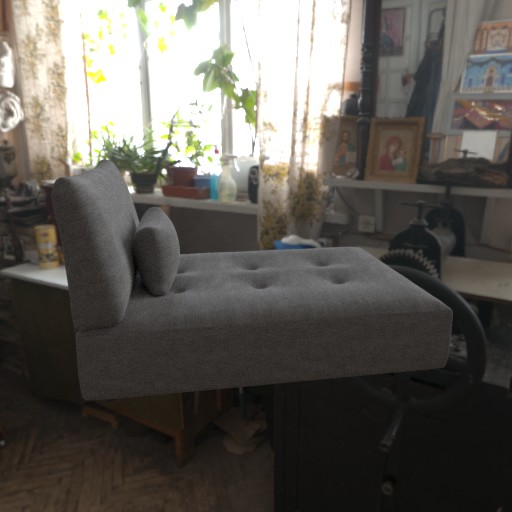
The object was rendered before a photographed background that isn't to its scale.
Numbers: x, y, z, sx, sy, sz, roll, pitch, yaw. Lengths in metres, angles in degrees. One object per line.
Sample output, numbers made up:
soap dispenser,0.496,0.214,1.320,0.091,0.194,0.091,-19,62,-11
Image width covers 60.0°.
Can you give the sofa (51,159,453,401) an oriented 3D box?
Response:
sofa,0.000,0.000,1.999,1.450,0.820,0.930,-3,16,-9
